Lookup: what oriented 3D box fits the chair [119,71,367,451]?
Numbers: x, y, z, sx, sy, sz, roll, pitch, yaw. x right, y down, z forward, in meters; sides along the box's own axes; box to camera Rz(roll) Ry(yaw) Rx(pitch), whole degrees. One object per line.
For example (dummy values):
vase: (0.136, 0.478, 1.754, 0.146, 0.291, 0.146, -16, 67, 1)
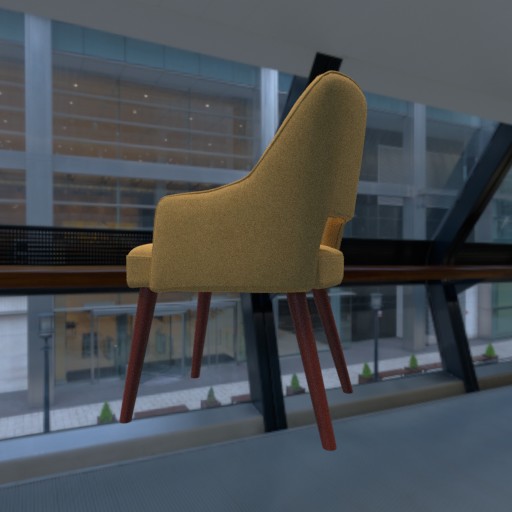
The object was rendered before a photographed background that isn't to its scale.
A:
chair: (0.000, 0.000, 1.247, 0.605, 0.849, 0.548, 0, 1, 17)
